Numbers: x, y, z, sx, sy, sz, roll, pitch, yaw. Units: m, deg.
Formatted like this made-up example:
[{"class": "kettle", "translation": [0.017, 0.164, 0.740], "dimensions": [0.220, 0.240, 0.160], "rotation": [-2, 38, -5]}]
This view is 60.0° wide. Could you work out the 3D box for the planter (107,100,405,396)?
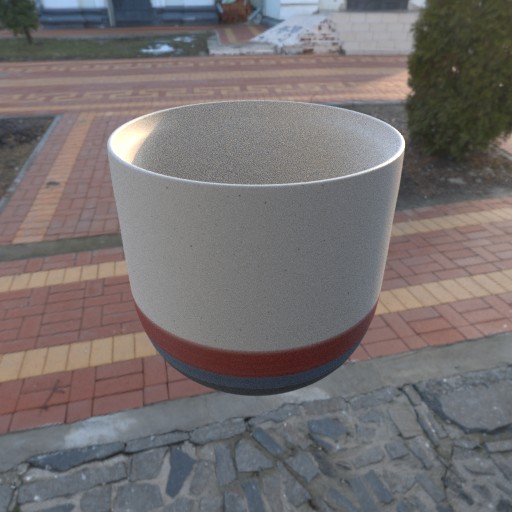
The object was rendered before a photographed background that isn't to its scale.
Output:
[{"class": "planter", "translation": [0.000, 0.000, 0.480], "dimensions": [0.268, 0.270, 0.268], "rotation": [0, 31, 0]}]
